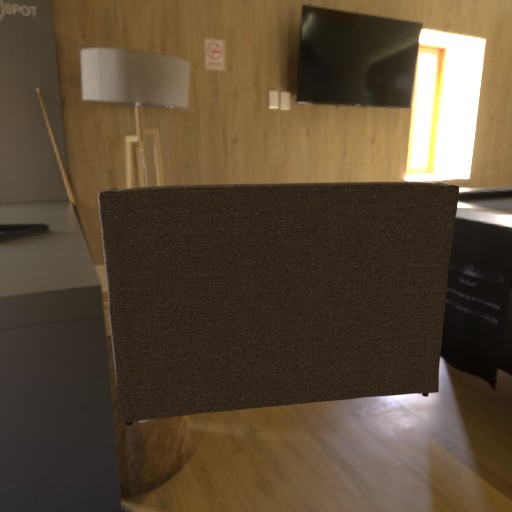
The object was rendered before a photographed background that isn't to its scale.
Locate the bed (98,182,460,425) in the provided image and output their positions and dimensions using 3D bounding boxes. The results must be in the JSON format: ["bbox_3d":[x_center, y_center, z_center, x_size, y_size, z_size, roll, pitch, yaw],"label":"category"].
[{"bbox_3d":[0.000,0.000,3.500,1.925,1.332,2.276,-2,15,-9],"label":"bed"}]
